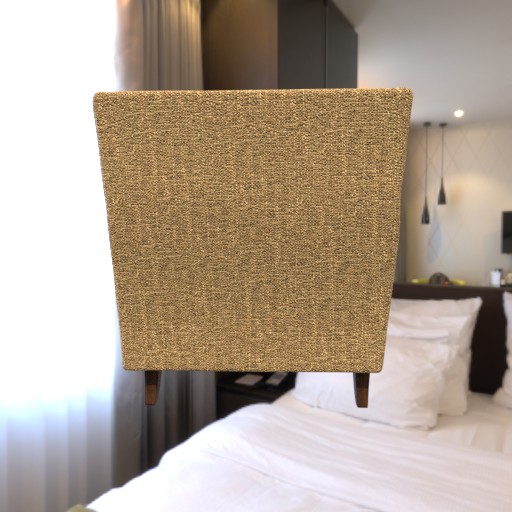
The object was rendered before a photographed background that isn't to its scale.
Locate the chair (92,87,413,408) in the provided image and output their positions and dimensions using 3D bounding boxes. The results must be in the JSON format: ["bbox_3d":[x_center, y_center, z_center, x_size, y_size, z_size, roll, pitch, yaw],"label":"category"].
[{"bbox_3d":[0.000,0.000,1.625,0.864,0.928,0.873,0,2,2],"label":"chair"}]
